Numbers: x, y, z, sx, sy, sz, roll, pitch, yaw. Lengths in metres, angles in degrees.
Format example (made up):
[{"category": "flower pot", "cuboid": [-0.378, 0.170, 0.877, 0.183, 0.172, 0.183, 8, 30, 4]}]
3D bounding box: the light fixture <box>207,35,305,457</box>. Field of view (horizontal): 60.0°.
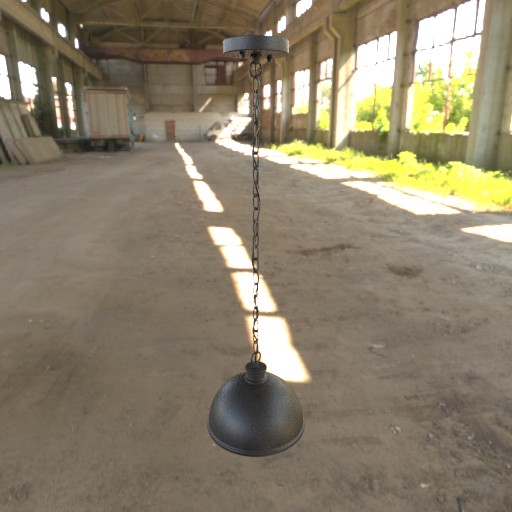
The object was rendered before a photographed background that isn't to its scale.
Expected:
[{"category": "light fixture", "cuboid": [0.000, 0.000, 1.234, 0.304, 1.090, 0.304, -16, 23, -42]}]
